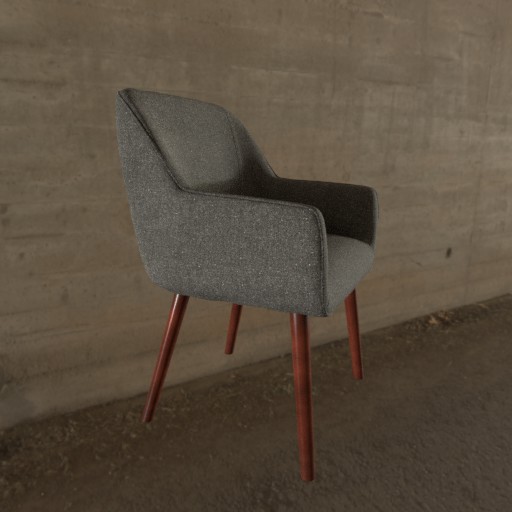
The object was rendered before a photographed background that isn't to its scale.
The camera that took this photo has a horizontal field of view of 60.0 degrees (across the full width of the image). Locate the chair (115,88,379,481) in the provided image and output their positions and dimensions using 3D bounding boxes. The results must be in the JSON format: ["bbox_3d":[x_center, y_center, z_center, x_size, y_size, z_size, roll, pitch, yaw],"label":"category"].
[{"bbox_3d":[0.000,0.000,1.139,0.519,0.803,0.543,6,14,25],"label":"chair"}]
